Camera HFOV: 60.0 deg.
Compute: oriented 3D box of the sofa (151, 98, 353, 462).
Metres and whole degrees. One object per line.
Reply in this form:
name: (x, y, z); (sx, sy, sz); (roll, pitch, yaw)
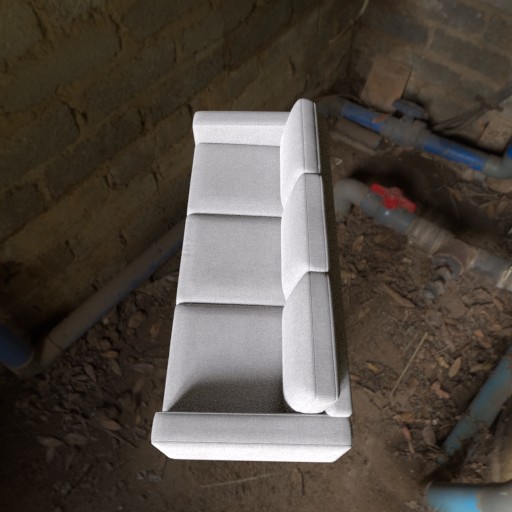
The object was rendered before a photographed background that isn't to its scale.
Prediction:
sofa: (0.000, 0.000, 2.595); (0.900, 0.800, 2.120); (1, 59, 1)
